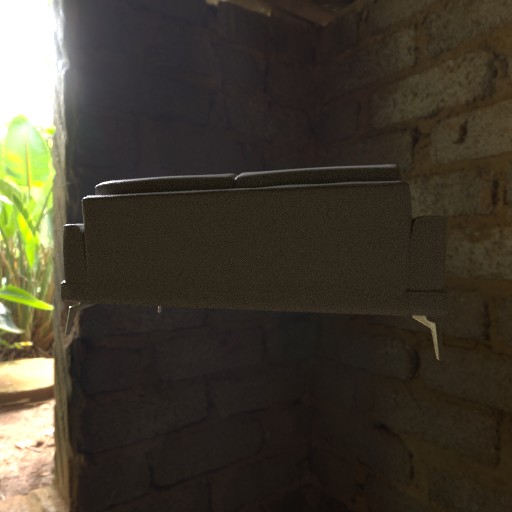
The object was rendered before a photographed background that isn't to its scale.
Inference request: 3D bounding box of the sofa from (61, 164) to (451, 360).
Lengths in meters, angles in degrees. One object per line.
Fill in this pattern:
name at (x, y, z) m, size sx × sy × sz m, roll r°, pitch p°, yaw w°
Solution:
sofa at (0.000, 0.000, 2.801) m, size 2.177 × 0.930 × 1.121 m, roll 0°, pitch 0°, yaw 18°
